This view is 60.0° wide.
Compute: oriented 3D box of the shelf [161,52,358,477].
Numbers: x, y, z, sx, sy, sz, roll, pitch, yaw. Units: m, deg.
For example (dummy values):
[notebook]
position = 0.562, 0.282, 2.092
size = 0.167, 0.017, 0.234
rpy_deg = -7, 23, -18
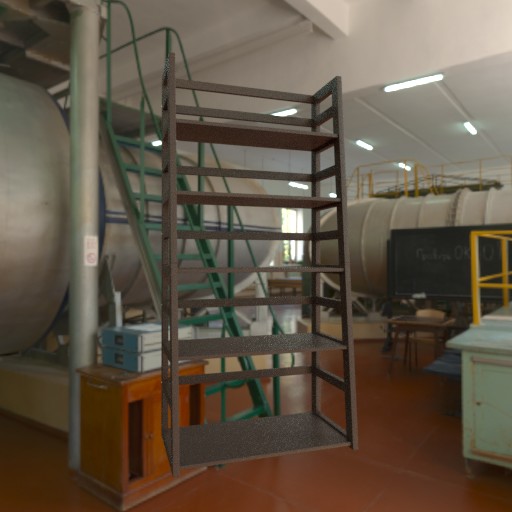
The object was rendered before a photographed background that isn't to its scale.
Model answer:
[shelf]
position = 0.000, 0.000, 1.911
size = 0.763, 1.600, 0.403
rpy_deg = 0, 0, -18
